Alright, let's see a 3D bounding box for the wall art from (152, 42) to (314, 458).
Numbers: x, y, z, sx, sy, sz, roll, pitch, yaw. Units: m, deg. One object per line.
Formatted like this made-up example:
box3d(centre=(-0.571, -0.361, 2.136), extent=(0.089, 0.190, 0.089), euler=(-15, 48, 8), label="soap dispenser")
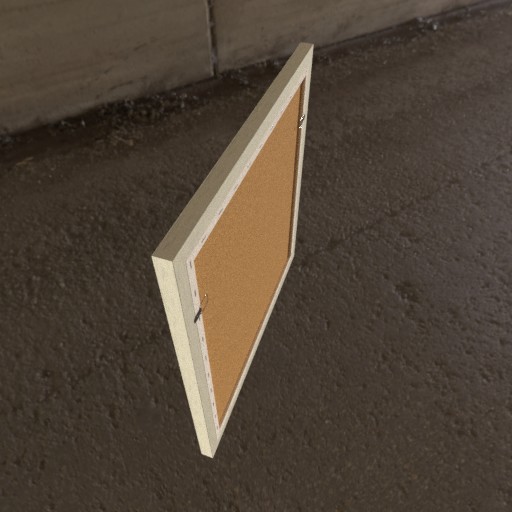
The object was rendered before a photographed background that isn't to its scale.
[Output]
box3d(centre=(0.000, 0.000, 1.497), extent=(0.045, 1.016, 1.016), euler=(14, 49, 13), label="wall art")
